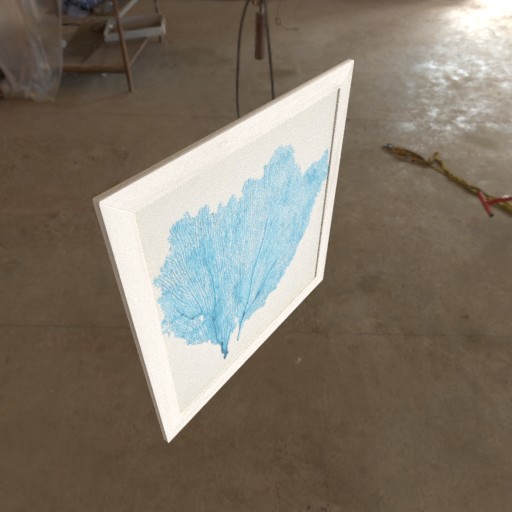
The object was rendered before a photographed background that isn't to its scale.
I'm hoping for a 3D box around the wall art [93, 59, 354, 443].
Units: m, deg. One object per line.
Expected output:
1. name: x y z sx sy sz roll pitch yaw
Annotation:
1. wall art: 0.000 0.000 0.861 0.013 0.584 0.584 28 49 27
